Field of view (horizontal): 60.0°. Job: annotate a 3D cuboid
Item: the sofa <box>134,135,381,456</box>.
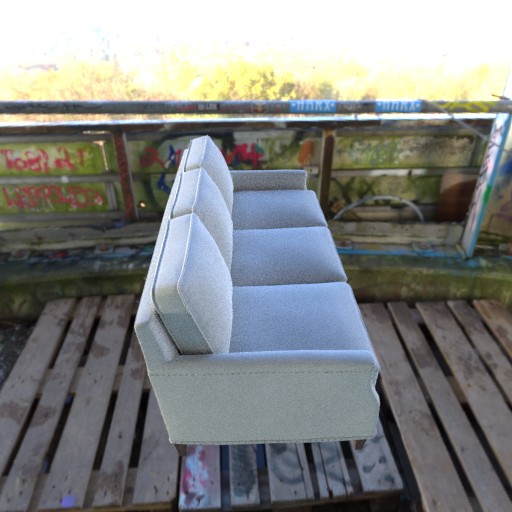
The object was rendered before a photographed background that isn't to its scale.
[{"bbox_3d":[0.000,0.000,2.867,1.084,1.003,2.246,-1,32,-2],"label":"sofa"}]
